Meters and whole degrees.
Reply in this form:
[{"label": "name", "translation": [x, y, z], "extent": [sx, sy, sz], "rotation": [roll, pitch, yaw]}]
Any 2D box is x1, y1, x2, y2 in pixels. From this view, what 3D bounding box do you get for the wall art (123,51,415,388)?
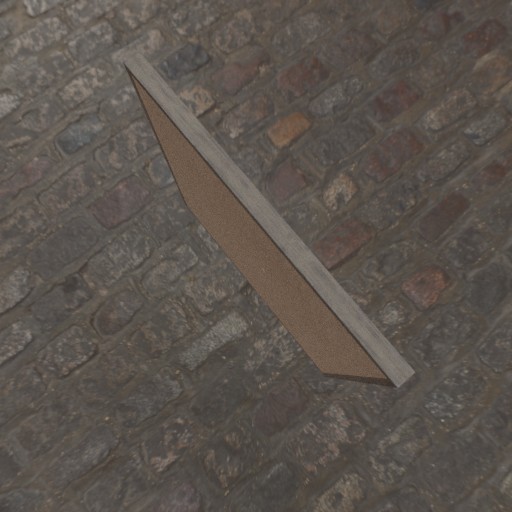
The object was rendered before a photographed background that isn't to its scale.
[{"label": "wall art", "translation": [0.000, 0.000, 1.142], "extent": [0.038, 0.762, 0.762], "rotation": [-38, 79, -9]}]
